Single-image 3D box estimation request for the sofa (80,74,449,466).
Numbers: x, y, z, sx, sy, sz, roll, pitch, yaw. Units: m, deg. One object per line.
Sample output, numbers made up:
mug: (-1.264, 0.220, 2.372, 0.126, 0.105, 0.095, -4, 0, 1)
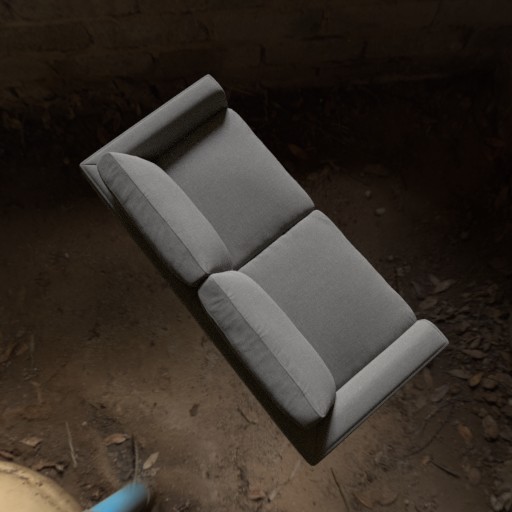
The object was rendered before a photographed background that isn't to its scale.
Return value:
sofa: (0.000, 0.000, 2.767, 1.070, 0.801, 2.262, -38, 80, -8)
